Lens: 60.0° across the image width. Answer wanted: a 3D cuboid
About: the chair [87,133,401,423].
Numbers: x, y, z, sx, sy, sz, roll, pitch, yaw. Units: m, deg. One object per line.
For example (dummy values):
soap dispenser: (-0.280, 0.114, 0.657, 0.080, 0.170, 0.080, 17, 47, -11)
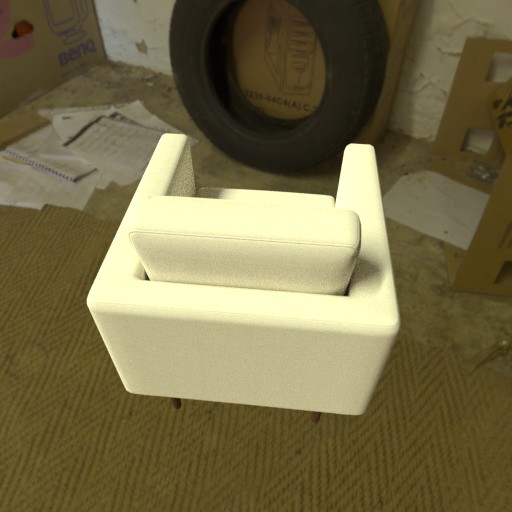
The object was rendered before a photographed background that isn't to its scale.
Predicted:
chair: (0.000, 0.000, 1.589, 0.831, 0.899, 0.879, 4, 47, 4)
